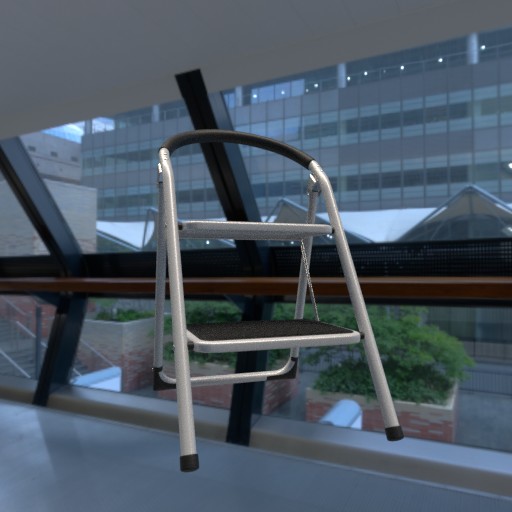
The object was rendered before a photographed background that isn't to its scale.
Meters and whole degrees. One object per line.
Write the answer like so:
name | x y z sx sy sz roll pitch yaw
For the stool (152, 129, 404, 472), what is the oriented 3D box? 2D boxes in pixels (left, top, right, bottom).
stool | 0.000 0.000 1.083 0.453 0.760 0.559 0 -1 -19
